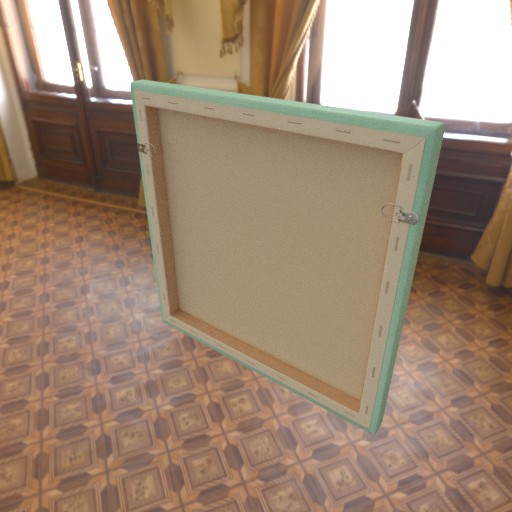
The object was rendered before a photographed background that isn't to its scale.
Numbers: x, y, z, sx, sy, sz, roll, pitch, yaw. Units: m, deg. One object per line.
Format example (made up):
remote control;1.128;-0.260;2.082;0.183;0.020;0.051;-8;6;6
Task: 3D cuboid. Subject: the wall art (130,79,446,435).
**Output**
wall art;0.000;0.000;1.572;1.071;1.073;0.070;20;36;31
